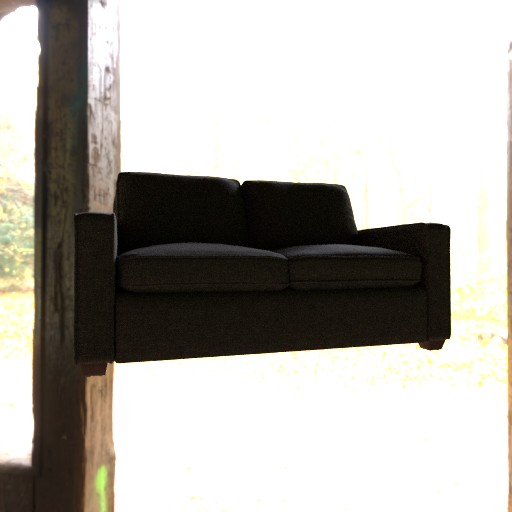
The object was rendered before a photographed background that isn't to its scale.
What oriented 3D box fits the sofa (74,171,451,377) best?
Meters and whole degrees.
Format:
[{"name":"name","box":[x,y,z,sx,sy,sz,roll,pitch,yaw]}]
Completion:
[{"name":"sofa","box":[0.000,0.000,2.301,1.709,0.918,0.947,0,0,-18]}]
